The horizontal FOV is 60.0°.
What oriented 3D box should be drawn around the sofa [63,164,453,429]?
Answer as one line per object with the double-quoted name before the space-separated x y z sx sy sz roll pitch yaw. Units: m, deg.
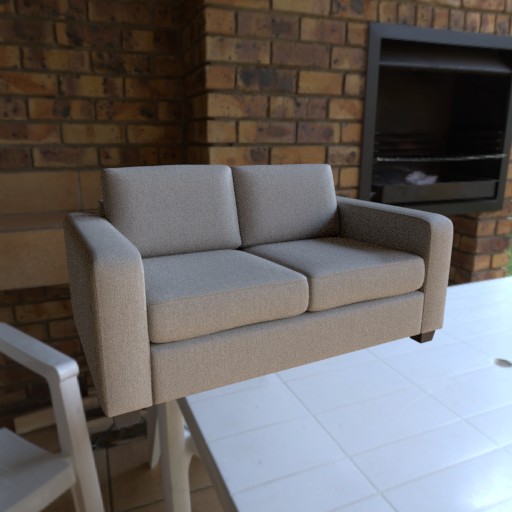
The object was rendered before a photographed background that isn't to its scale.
"sofa" 0.000 0.000 2.023 1.540 0.800 0.900 -7 16 -26
